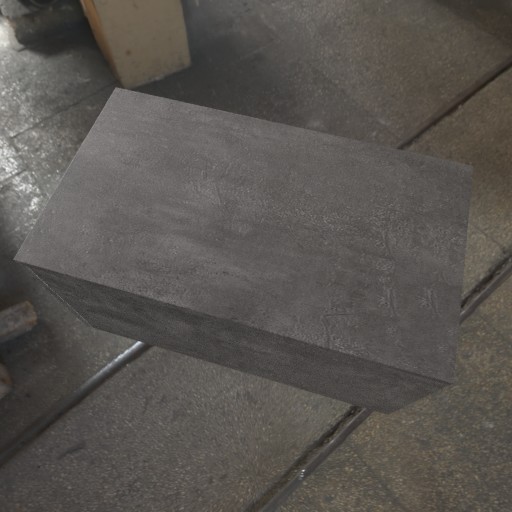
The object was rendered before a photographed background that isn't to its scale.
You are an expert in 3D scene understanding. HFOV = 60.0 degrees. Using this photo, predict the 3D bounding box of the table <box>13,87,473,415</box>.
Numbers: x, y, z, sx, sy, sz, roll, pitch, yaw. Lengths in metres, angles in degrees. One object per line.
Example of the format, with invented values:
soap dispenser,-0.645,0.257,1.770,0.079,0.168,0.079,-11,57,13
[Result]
table,0.000,0.000,0.914,0.700,0.350,0.400,15,64,7
